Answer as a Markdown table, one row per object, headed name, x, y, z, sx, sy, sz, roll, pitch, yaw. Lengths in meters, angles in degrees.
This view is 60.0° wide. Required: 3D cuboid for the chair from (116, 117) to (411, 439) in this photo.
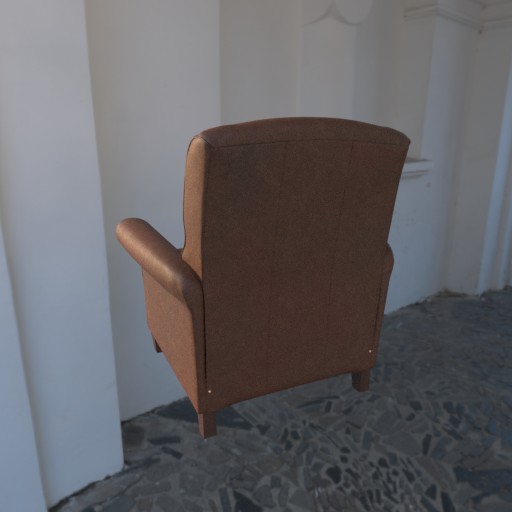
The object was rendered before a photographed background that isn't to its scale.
| name | x | y | z | sx | sy | sz | roll | pitch | yaw |
| --- | --- | --- | --- | --- | --- | --- | --- | --- | --- |
| chair | 0.000 | 0.000 | 1.821 | 0.978 | 1.061 | 0.902 | -7 | 17 | -24 |
